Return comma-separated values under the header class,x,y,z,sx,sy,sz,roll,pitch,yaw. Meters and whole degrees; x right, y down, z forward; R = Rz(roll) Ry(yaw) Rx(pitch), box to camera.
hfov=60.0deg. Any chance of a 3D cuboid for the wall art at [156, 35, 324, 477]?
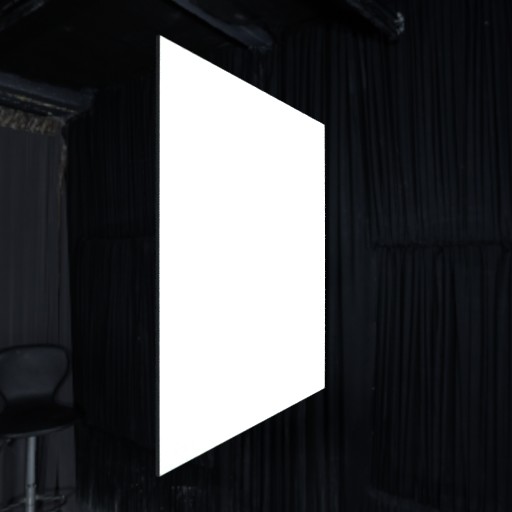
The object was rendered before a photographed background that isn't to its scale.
class,x,y,z,sx,sy,sz,roll,pitch,yaw
wall art,0.000,0.000,0.620,0.023,0.457,0.381,0,0,35
